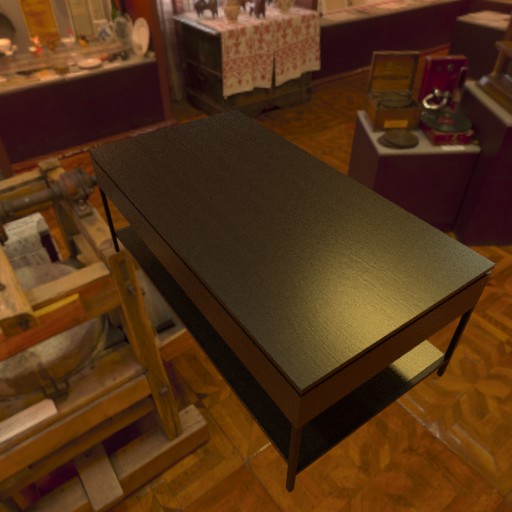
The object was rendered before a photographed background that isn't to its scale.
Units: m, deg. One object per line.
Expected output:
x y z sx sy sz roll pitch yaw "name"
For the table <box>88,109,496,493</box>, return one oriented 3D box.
0.000 0.000 1.370 0.574 0.435 1.095 -24 46 -26 "table"
